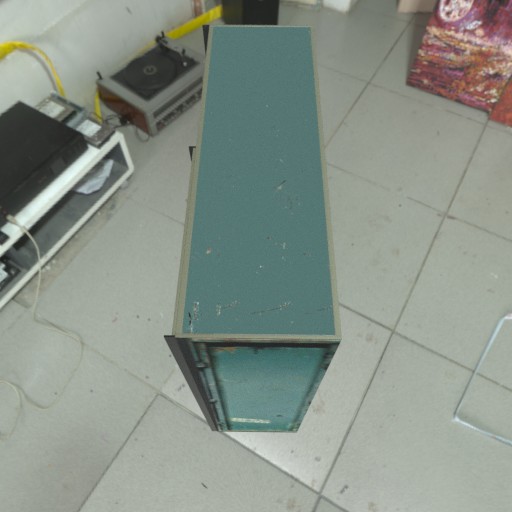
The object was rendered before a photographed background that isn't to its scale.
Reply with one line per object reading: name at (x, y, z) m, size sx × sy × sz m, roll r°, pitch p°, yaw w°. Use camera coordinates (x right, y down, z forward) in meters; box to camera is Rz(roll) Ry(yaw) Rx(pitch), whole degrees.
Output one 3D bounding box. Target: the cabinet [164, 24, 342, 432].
cabinet at (0.000, 0.000, 3.127) m, size 0.680 × 2.160 × 2.000 m, roll 1°, pitch 60°, yaw 0°
